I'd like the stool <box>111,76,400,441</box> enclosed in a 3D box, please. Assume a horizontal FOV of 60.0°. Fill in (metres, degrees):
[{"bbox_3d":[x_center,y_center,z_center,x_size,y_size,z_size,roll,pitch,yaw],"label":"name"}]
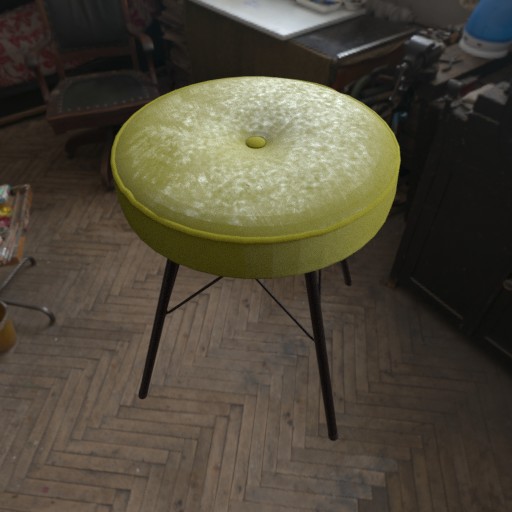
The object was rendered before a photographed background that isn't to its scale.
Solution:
[{"bbox_3d":[0.000,0.000,0.806,0.409,0.508,0.409,9,48,8],"label":"stool"}]
